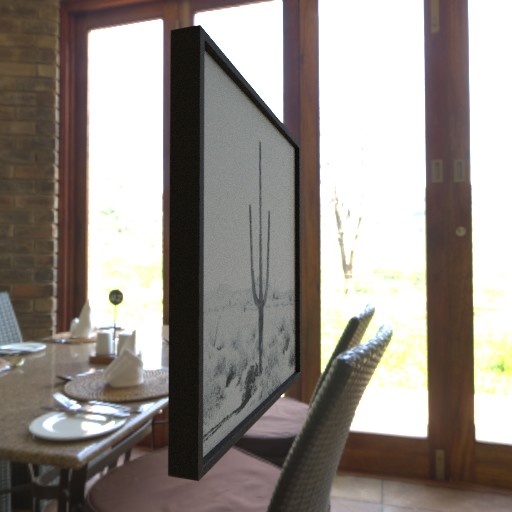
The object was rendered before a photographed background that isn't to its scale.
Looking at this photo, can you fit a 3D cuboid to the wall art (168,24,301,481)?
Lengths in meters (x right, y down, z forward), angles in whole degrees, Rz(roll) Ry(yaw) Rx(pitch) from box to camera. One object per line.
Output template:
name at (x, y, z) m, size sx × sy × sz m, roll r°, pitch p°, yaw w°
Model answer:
wall art at (0.000, 0.000, 0.739) m, size 0.038 × 0.508 × 0.508 m, roll -1°, pitch -2°, yaw 19°
